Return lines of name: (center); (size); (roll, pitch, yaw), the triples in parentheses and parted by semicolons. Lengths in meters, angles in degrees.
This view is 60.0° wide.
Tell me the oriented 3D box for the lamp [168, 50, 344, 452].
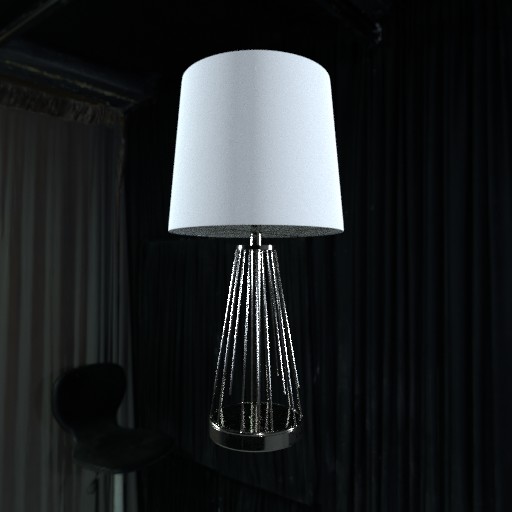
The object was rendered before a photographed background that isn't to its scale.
lamp: (0.000, 0.000, 0.780); (0.303, 0.618, 0.303); (0, -1, 0)
